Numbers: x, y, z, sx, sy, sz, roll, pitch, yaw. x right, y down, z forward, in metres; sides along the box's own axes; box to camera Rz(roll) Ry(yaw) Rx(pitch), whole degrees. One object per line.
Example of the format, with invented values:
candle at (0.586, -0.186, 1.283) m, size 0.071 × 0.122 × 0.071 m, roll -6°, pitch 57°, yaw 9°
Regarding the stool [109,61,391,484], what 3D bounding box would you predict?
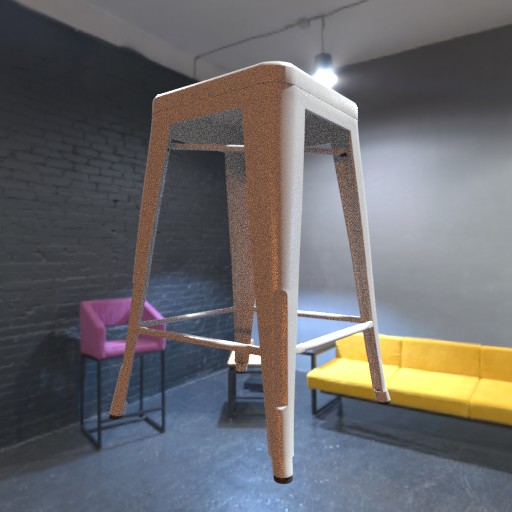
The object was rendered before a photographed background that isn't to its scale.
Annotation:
stool at (0.000, 0.000, 0.875) m, size 0.406 × 0.610 × 0.406 m, roll 1°, pitch 1°, yaw 37°
